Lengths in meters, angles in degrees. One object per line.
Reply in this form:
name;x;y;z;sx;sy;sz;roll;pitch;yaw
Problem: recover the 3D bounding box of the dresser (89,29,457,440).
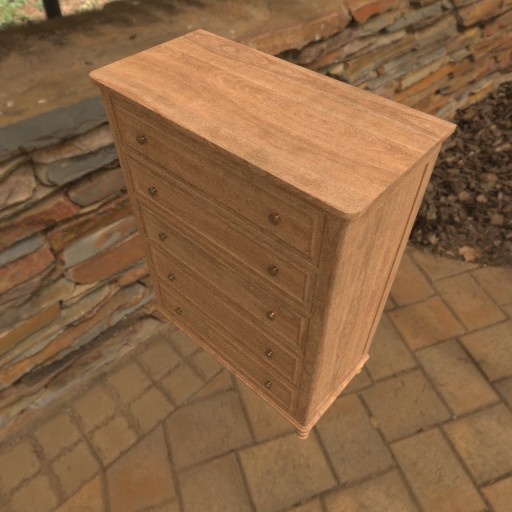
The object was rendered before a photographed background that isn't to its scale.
dresser;0.000;0.000;1.736;0.973;1.318;0.484;33;55;27
